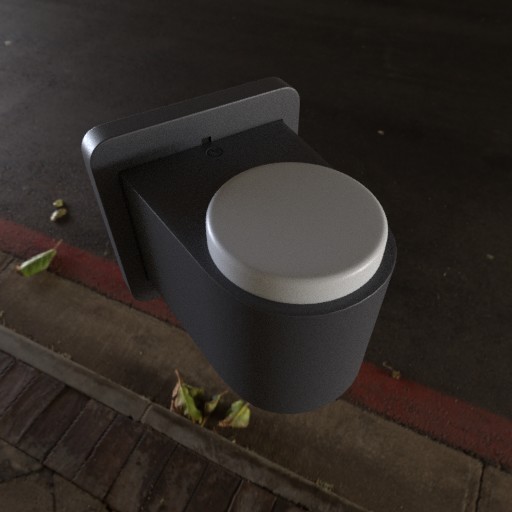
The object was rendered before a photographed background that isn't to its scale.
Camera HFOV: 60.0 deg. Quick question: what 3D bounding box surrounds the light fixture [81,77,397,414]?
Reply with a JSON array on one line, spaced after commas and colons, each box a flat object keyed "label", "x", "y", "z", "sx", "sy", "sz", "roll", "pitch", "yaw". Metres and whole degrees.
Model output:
[{"label": "light fixture", "x": 0.000, "y": 0.000, "z": 0.212, "sx": 0.109, "sy": 0.109, "sz": 0.132, "roll": -24, "pitch": 51, "yaw": -21}]
